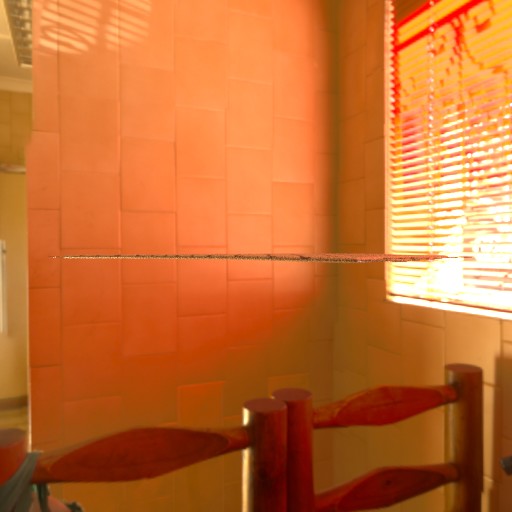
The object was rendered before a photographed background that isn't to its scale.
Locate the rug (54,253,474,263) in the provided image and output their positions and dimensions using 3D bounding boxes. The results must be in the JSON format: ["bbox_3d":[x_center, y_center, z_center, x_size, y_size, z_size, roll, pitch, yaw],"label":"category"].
[{"bbox_3d":[0.000,0.000,3.172,2.615,0.029,1.664,0,1,36],"label":"rug"}]
